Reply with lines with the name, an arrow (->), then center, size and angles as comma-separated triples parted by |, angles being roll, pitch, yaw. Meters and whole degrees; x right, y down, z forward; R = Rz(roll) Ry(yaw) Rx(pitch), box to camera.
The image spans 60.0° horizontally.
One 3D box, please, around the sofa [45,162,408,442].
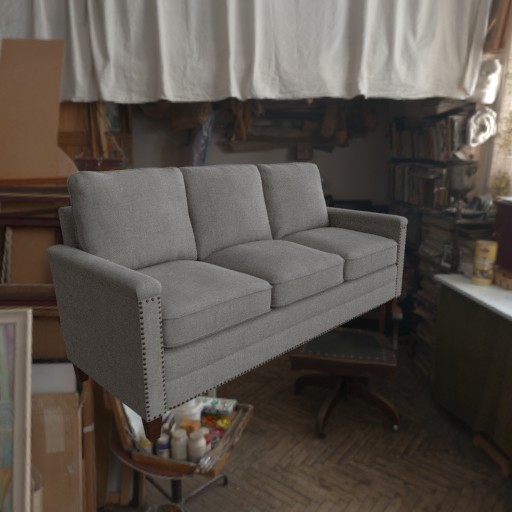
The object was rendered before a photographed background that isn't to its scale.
sofa -> 0.000, 0.000, 2.413 | 0.828, 0.959, 1.925 | 14, 20, 43
